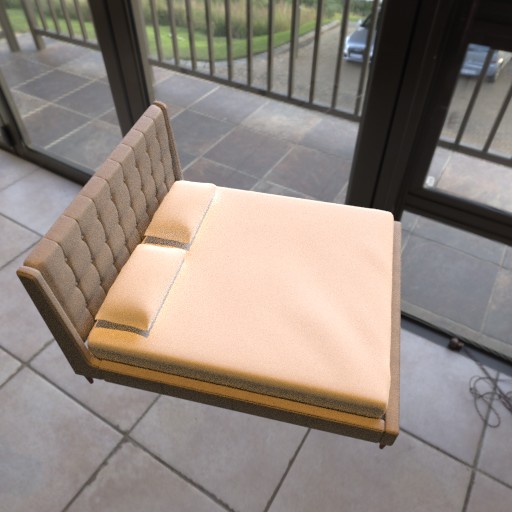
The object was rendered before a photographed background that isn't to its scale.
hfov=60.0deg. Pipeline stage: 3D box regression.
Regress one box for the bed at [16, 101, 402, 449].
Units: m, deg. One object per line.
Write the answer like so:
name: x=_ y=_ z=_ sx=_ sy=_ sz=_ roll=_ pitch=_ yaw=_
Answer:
bed: x=0.000 y=0.000 z=3.445 sx=2.342 sy=1.289 sz=2.062 roll=10 pitch=47 yaw=9
